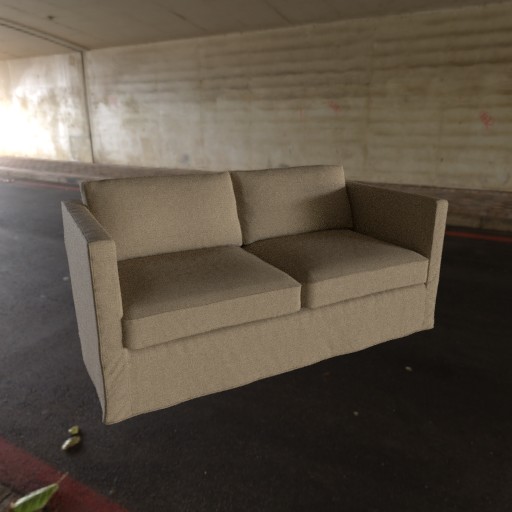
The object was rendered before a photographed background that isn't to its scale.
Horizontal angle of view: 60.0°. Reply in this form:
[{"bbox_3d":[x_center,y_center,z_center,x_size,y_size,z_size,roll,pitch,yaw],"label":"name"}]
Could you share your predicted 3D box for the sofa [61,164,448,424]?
[{"bbox_3d":[0.000,0.000,2.303,1.766,0.828,0.956,-9,19,-26],"label":"sofa"}]
